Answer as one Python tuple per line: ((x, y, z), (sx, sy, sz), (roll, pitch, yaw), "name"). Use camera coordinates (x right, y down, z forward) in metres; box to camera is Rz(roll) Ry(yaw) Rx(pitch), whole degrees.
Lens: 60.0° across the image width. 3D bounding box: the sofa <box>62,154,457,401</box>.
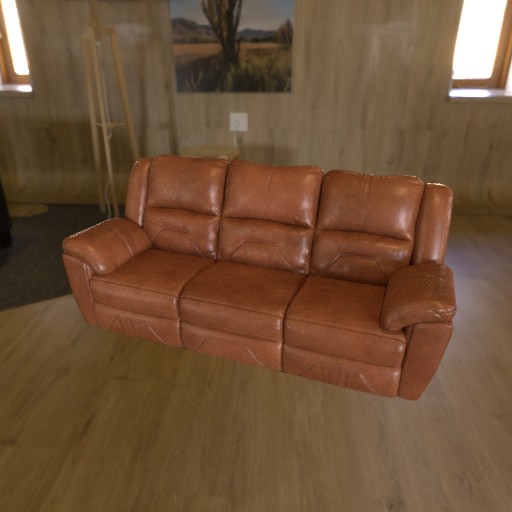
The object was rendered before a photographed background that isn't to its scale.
((0.000, 0.000, 2.846), (2.337, 1.043, 0.991), (9, 27, 18), "sofa")
